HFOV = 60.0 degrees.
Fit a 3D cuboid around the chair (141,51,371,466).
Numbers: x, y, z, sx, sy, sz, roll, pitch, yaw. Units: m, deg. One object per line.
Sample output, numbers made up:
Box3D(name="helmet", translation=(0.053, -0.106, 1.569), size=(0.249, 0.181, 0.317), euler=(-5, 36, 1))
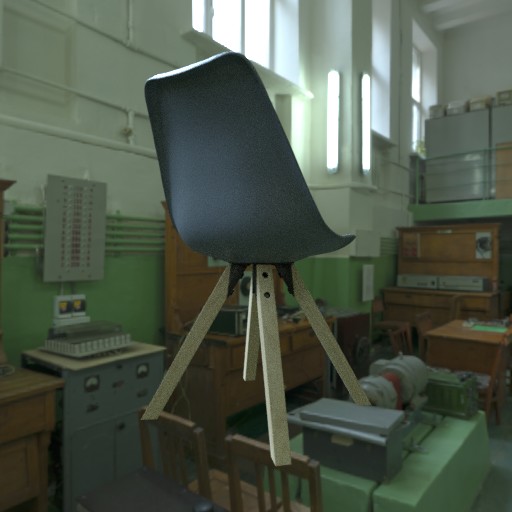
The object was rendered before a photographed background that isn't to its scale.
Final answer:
Box3D(name="chair", translation=(0.000, 0.000, 1.187), size=(0.485, 0.850, 0.550), euler=(0, 1, 36))
